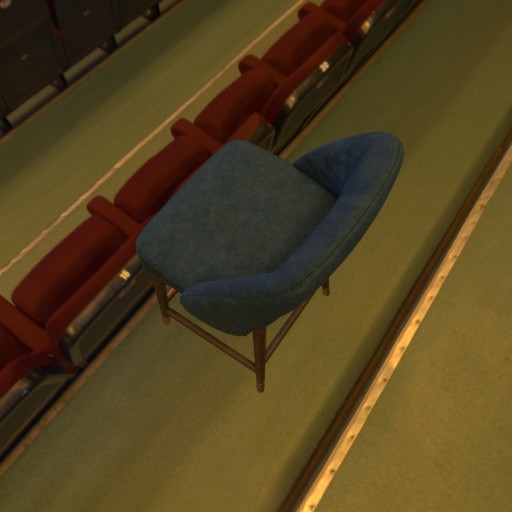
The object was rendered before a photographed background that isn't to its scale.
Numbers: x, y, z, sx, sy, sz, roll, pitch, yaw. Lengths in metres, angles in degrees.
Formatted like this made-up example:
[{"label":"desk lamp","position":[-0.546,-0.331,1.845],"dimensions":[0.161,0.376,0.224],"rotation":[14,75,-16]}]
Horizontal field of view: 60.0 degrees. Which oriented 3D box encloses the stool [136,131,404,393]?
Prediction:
[{"label":"stool","position":[0.000,0.000,1.262],"dimensions":[0.524,0.925,0.536],"rotation":[32,67,15]}]
